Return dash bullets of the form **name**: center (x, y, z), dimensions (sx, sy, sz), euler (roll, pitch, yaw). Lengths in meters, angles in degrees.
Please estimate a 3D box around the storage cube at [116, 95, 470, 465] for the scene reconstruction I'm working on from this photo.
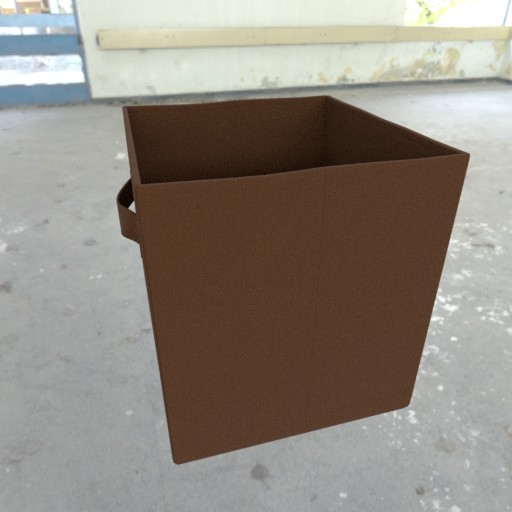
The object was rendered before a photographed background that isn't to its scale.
- **storage cube**: center (0.000, 0.000, 0.484), dimensions (0.270, 0.280, 0.270), euler (-8, 31, -14)
